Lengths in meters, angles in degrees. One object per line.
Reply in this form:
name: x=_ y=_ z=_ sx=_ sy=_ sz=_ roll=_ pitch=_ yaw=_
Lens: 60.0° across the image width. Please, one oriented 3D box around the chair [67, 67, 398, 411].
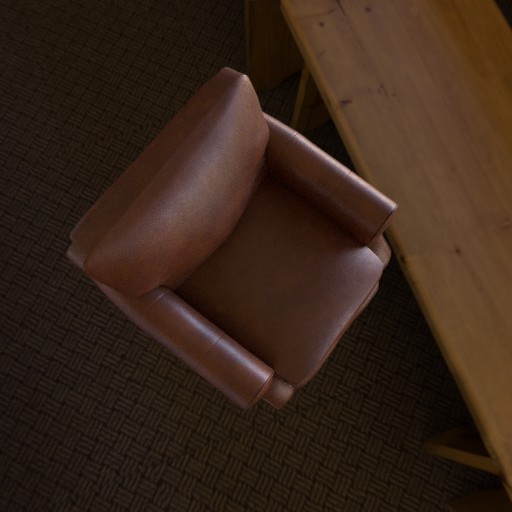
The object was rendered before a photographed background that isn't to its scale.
chair: x=0.000 y=0.000 z=1.785 sx=0.992 sy=0.972 sz=0.989 roll=37 pitch=79 yaw=8
